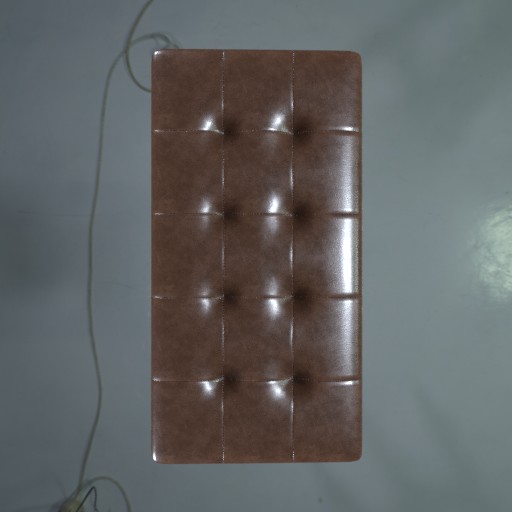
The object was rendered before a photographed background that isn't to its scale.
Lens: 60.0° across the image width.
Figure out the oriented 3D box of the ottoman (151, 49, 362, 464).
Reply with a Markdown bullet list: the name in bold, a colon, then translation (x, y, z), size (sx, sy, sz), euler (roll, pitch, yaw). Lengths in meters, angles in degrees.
- **ottoman**: translation (0.000, 0.000, 1.095), size (0.432, 0.470, 0.838), euler (0, 90, -1)
